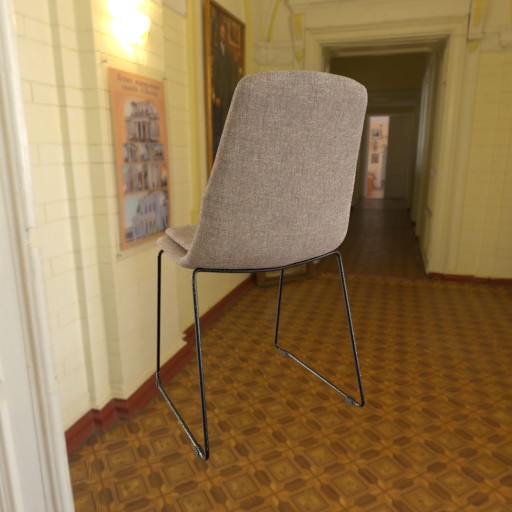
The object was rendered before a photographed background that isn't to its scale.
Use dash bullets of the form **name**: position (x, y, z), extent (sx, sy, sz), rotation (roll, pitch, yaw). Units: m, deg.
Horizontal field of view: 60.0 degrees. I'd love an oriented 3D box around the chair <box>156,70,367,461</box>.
- **chair**: position (0.000, 0.000, 1.191), extent (0.479, 0.858, 0.518), rotation (-7, 15, -27)
